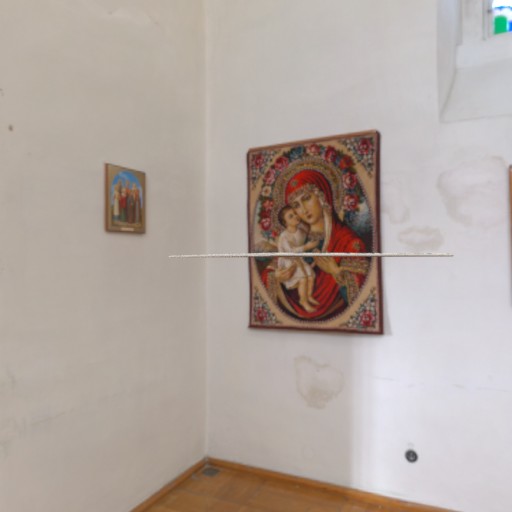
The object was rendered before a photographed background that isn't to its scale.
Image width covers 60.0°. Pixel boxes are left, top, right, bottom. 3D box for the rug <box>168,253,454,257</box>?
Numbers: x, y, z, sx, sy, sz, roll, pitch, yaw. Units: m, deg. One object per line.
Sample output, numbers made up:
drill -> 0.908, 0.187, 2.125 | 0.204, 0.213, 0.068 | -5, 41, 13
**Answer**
rug -> 0.000, 0.000, 2.422 | 0.662, 0.011, 2.196 | 0, 0, -19
